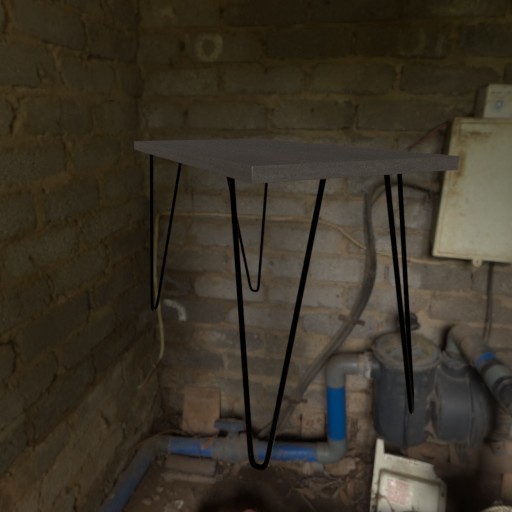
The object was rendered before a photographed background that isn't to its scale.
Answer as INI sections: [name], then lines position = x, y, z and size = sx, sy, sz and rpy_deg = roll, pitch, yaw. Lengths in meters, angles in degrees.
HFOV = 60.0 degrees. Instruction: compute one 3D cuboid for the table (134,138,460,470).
[table]
position = 0.000, 0.000, 1.378
size = 0.499, 0.660, 0.991
rpy_deg = -8, 19, -25
